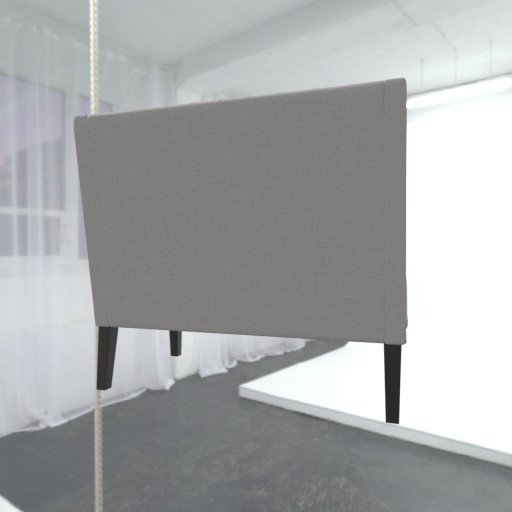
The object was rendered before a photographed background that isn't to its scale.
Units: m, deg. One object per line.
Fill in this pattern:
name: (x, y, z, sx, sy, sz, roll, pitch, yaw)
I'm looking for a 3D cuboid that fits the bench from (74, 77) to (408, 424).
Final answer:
bench: (0.000, 0.000, 1.967, 1.280, 1.123, 0.847, 0, 1, 18)
